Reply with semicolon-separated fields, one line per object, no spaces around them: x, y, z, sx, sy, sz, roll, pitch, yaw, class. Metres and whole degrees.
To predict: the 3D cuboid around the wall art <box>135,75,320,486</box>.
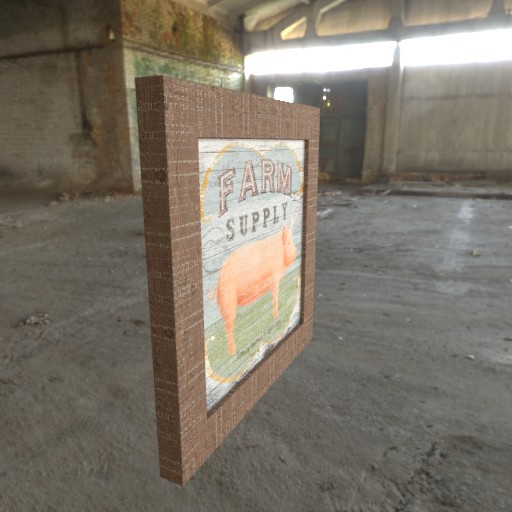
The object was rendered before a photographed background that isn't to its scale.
0.000;0.000;0.785;0.040;0.531;0.531;7;16;26;wall art
